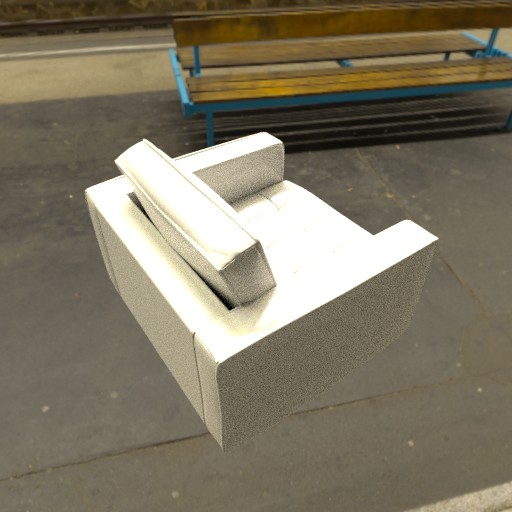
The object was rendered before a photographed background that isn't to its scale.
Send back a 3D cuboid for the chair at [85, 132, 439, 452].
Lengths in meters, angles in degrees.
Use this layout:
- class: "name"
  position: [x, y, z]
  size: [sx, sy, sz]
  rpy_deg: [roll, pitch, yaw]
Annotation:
- class: "chair"
  position: [0.000, 0.000, 1.555]
  size: [0.843, 0.773, 0.928]
  rpy_deg: [-25, 47, -26]
